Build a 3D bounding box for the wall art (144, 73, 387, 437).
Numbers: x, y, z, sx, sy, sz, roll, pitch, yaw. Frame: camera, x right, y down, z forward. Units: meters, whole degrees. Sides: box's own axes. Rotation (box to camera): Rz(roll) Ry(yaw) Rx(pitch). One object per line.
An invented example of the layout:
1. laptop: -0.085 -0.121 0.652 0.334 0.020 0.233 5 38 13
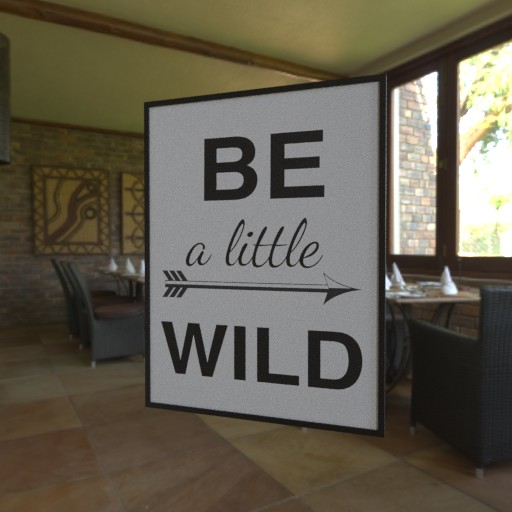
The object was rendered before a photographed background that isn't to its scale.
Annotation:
1. wall art: 0.000 0.000 1.436 0.806 1.062 0.038 0 1 18
